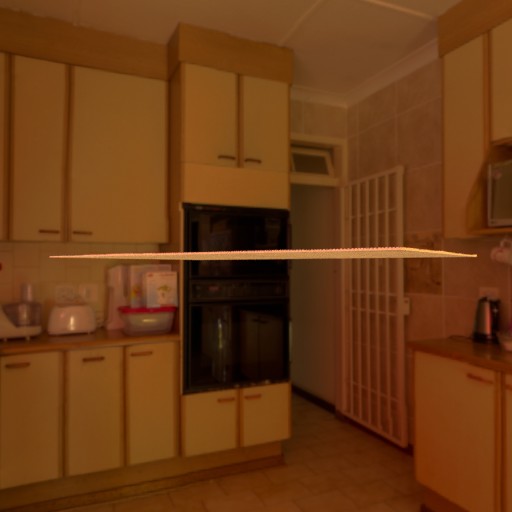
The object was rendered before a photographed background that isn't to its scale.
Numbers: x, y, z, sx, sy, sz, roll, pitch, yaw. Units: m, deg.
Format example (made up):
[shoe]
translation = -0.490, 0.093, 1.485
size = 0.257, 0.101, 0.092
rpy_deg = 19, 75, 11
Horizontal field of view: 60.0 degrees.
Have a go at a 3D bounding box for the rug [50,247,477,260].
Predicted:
[rug]
translation = 0.000, 0.000, 2.971
size = 2.436, 0.015, 1.521
rpy_deg = -1, -2, 36
